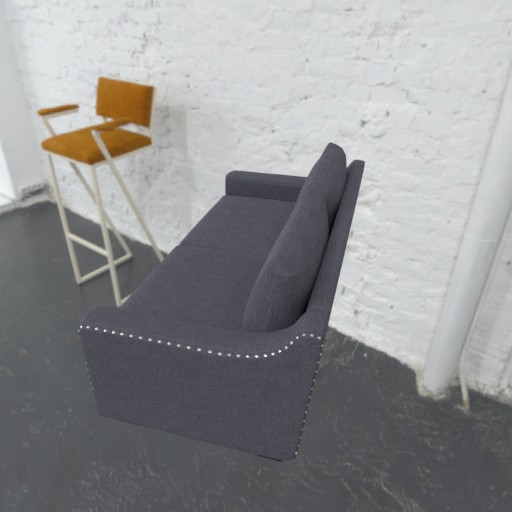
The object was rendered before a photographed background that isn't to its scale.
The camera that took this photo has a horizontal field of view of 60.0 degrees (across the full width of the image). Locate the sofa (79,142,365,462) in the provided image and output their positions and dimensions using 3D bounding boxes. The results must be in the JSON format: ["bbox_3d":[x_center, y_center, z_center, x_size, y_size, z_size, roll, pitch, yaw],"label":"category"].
[{"bbox_3d":[0.000,0.000,3.316,1.336,1.196,2.550,8,31,14],"label":"sofa"}]
